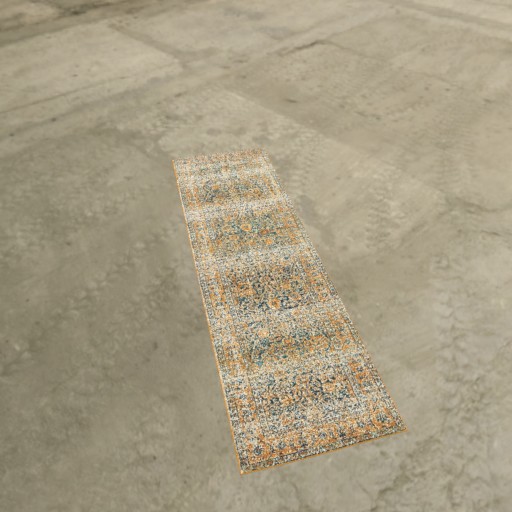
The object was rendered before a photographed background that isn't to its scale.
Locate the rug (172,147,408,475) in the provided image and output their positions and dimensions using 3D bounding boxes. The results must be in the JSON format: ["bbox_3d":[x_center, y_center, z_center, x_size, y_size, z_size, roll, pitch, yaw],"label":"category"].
[{"bbox_3d":[0.000,0.000,2.545,0.704,0.014,2.294,-10,45,-10],"label":"rug"}]
